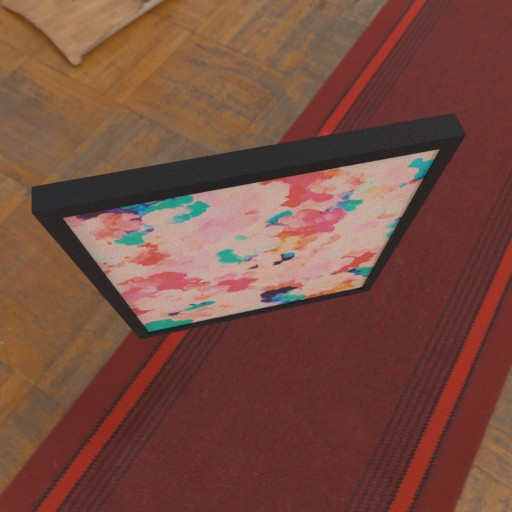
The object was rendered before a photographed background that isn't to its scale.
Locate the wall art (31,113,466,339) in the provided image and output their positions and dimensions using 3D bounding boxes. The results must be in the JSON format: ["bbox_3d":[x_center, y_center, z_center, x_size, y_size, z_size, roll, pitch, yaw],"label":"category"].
[{"bbox_3d":[0.000,0.000,0.737,0.506,0.503,0.036,-11,64,-5],"label":"wall art"}]
